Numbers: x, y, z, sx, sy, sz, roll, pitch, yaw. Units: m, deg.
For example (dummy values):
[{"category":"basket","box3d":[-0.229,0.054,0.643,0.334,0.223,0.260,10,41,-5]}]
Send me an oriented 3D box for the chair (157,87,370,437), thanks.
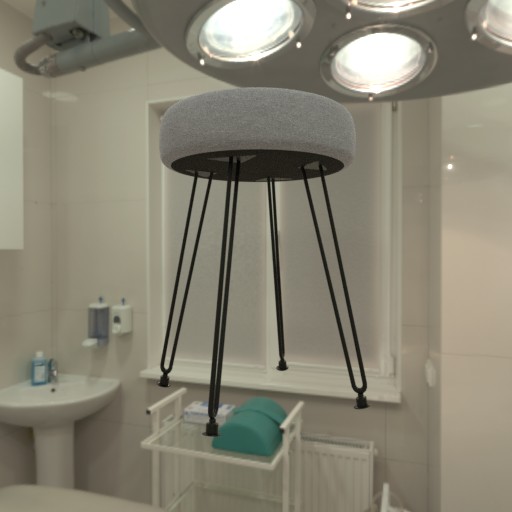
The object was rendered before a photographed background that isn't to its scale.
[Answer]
[{"category":"chair","box3d":[0.000,0.000,0.695,0.350,0.440,0.350,0,1,19]}]
